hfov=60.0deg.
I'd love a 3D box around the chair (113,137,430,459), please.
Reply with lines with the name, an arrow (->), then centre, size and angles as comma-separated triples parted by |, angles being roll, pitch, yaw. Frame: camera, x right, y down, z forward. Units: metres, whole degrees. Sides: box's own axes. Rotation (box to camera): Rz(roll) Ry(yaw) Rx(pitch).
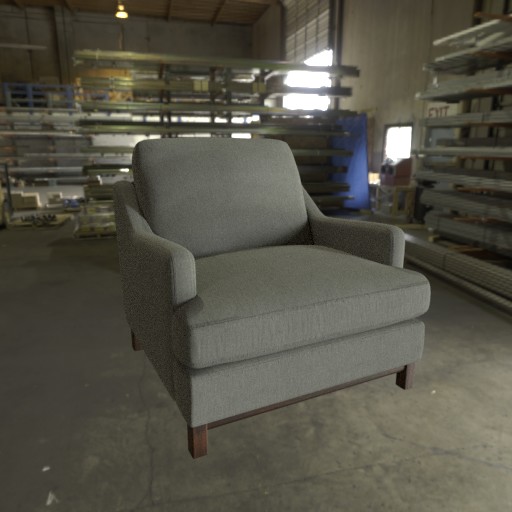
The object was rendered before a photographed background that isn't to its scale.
chair -> 0.000, 0.000, 1.568 | 0.826, 0.821, 0.892 | -7, 16, -26
